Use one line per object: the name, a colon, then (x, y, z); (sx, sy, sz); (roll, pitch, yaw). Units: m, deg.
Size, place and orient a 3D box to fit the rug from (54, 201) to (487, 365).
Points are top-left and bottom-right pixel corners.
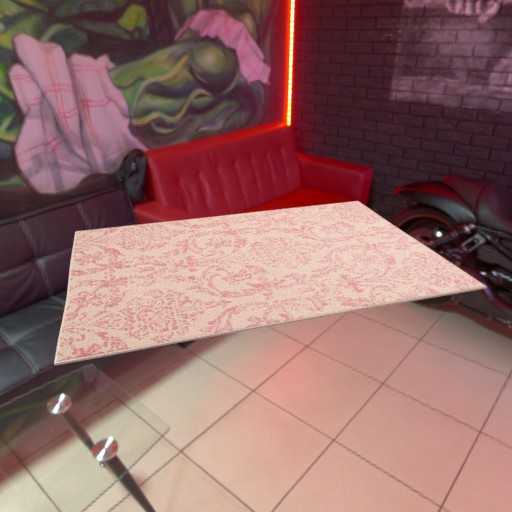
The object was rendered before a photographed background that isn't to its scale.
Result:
rug: (0.000, 0.000, 2.307); (1.839, 0.012, 1.219); (-8, 28, -15)
